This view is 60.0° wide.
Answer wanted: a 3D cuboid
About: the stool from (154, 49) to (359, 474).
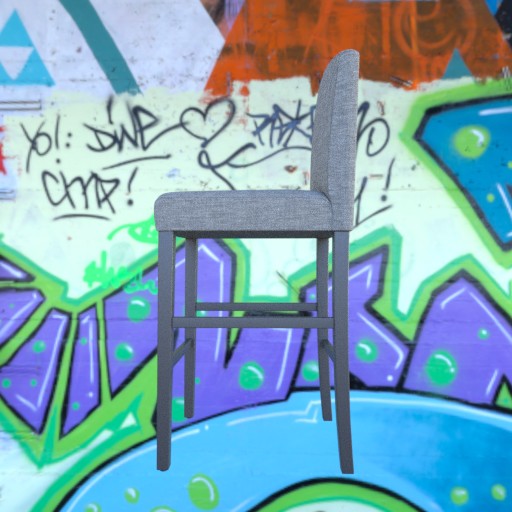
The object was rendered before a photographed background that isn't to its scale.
[{"bbox_3d":[0.000,0.000,1.366,0.552,1.138,0.451,0,0,1],"label":"stool"}]
